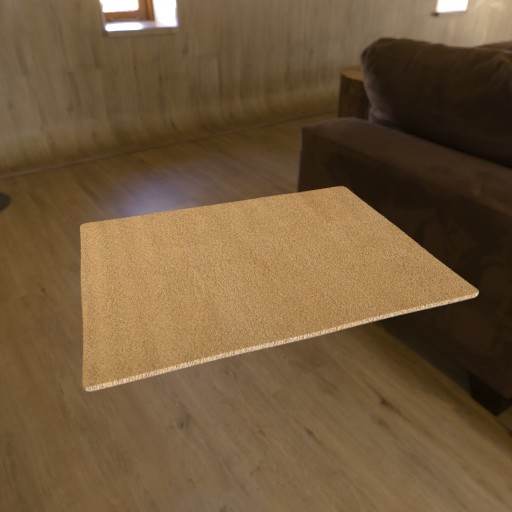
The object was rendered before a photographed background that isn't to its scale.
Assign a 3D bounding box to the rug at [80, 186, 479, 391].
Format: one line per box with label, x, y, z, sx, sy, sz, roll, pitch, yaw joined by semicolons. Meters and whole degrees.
rug;0.000;0.000;2.138;1.600;0.025;1.199;-10;34;-16
